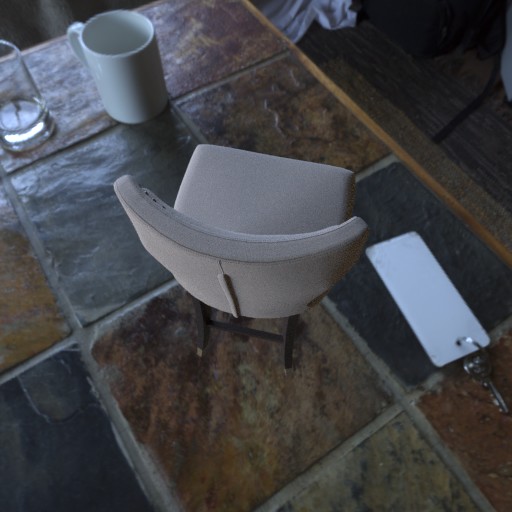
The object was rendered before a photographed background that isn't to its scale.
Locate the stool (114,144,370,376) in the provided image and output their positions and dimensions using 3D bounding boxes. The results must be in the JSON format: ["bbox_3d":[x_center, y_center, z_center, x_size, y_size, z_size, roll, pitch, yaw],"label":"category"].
[{"bbox_3d":[0.000,0.000,1.396,0.526,1.092,0.563,11,64,6],"label":"stool"}]
